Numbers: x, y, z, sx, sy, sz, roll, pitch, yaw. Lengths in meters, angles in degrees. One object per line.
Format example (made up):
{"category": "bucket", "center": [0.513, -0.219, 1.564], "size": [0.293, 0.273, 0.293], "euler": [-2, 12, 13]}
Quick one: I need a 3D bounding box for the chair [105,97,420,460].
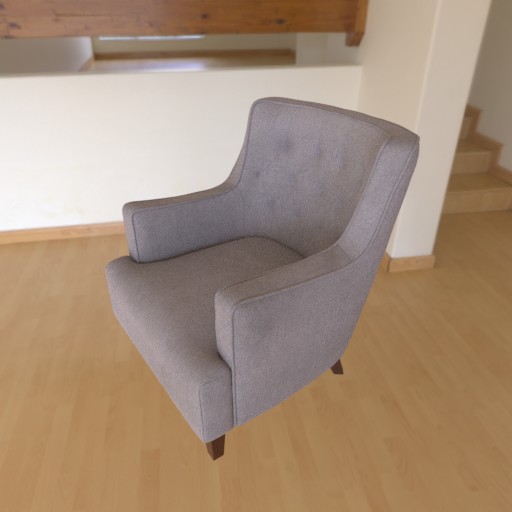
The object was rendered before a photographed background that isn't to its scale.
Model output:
{"category": "chair", "center": [0.000, 0.000, 1.589], "size": [0.910, 0.919, 0.781], "euler": [-20, 36, -29]}
